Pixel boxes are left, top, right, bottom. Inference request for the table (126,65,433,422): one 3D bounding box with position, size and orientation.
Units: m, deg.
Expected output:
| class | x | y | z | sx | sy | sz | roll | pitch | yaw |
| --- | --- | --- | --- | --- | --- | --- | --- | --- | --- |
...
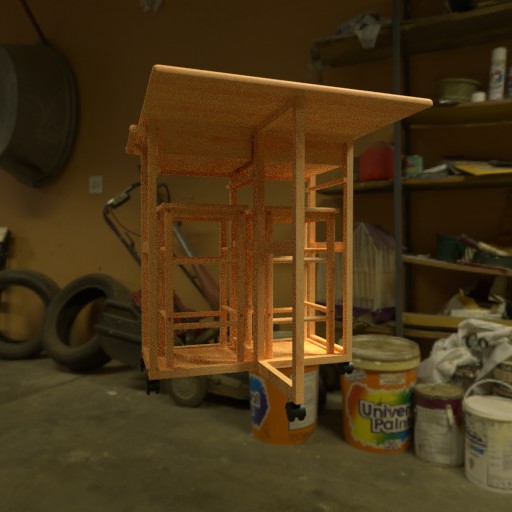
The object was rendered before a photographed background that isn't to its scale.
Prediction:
| class | x | y | z | sx | sy | sz | roll | pitch | yaw |
| --- | --- | --- | --- | --- | --- | --- | --- | --- | --- |
| table | 0.000 | 0.000 | 1.381 | 0.752 | 0.832 | 0.693 | 0 | 1 | -18 |
